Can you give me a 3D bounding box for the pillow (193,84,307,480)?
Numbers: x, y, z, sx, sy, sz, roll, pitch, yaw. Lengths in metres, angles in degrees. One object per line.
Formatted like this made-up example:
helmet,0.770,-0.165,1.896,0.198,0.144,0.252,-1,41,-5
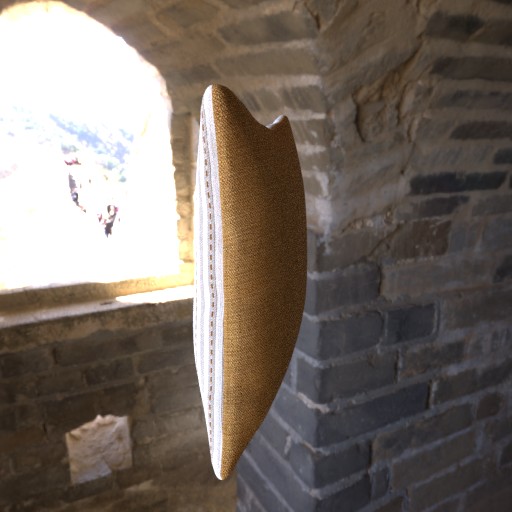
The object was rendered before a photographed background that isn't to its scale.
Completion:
pillow,0.000,0.000,0.667,0.147,0.437,0.432,3,15,11
